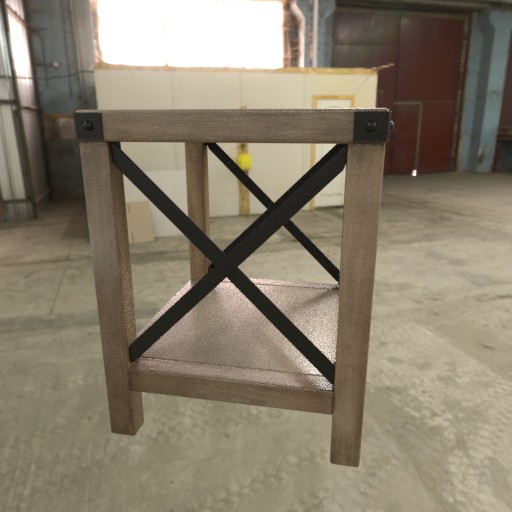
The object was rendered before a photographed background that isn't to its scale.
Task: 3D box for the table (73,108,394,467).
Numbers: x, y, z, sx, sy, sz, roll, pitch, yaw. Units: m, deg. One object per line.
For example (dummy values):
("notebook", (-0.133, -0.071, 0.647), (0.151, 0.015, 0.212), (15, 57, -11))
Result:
("table", (0.000, 0.000, 0.912), (0.459, 0.561, 0.510), (3, 17, 11))
